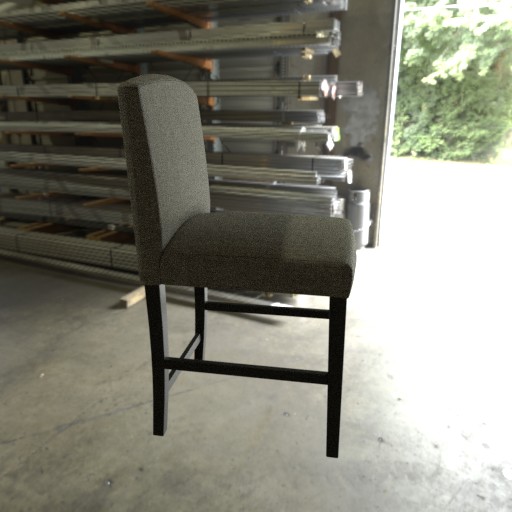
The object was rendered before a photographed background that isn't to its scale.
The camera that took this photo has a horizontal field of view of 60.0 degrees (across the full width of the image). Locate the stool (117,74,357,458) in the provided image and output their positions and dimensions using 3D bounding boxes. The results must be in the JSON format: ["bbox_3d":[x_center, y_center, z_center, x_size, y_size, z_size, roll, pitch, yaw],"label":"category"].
[{"bbox_3d":[0.000,0.000,1.262,0.552,0.966,0.451,3,17,10],"label":"stool"}]
